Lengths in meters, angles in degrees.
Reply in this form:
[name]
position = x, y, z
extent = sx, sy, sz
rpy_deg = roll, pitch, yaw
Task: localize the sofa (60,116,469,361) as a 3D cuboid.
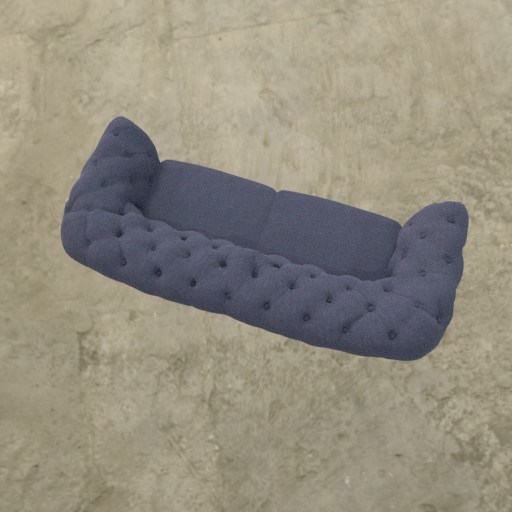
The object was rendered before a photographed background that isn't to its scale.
[sofa]
position = 0.000, 0.000, 2.831
extent = 2.335, 0.836, 1.046
rpy_deg = 16, 65, 8
